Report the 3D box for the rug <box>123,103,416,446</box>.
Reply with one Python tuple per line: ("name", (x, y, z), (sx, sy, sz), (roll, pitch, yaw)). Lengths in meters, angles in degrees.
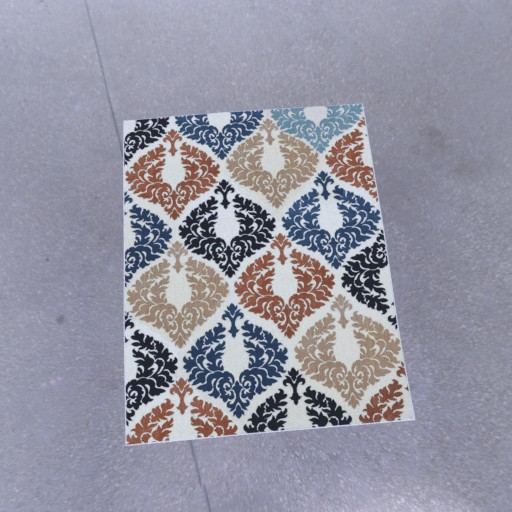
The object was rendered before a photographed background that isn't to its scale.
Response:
("rug", (0.000, 0.000, 4.063), (2.423, 0.014, 3.040), (-5, 75, -1))
